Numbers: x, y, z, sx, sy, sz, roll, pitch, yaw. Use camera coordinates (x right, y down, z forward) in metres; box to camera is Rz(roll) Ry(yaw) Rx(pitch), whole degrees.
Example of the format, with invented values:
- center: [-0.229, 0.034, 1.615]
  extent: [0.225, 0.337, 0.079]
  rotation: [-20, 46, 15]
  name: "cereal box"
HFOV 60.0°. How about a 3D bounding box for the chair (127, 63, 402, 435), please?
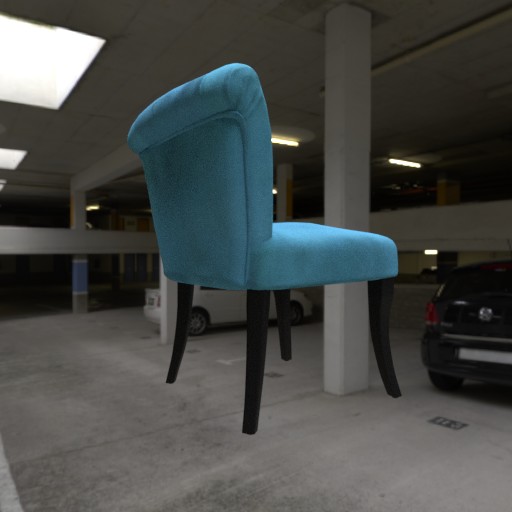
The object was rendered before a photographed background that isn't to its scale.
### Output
- center: [0.000, 0.000, 1.198]
  extent: [0.605, 0.750, 0.582]
  rotation: [-1, 1, -34]
  name: "chair"
